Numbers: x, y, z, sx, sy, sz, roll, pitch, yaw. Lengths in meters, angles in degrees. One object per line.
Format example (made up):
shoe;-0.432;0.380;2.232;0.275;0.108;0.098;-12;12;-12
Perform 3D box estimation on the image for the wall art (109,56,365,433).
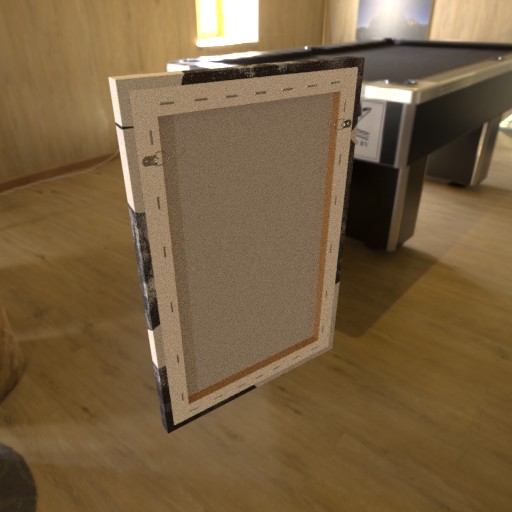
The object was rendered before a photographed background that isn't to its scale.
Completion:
wall art;0.000;0.000;1.151;0.610;0.915;0.041;-19;35;-29
